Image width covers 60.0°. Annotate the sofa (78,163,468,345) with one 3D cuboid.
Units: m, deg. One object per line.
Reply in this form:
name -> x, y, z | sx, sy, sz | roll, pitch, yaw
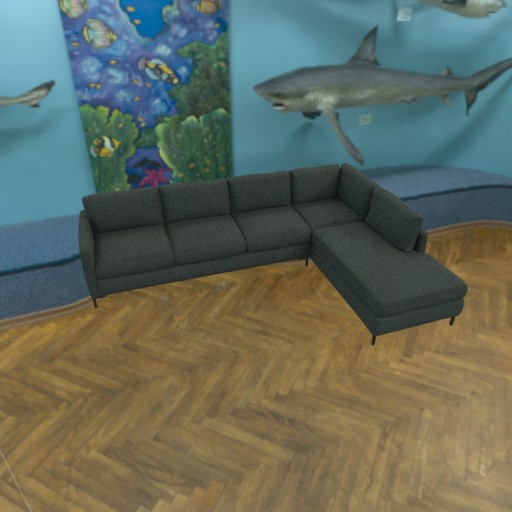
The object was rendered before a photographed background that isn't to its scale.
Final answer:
sofa -> 0.000, 0.000, 3.926 | 2.949, 0.815, 2.007 | -10, 34, -15
